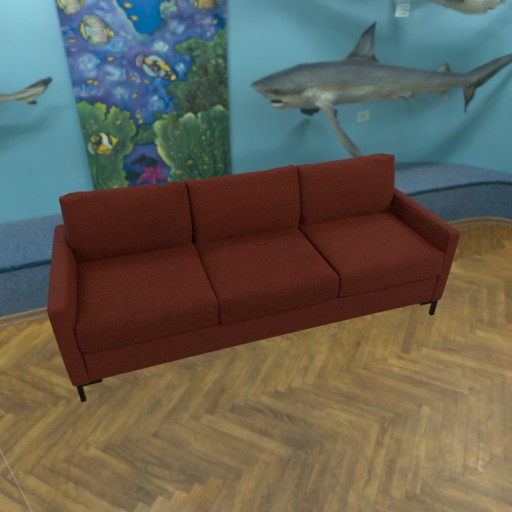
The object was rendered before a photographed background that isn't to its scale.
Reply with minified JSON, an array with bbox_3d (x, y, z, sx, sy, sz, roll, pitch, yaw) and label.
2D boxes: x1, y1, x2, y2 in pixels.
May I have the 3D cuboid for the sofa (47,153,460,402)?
[{"bbox_3d":[0.000,0.000,2.670,2.252,0.879,0.875,-10,34,-16],"label":"sofa"}]
